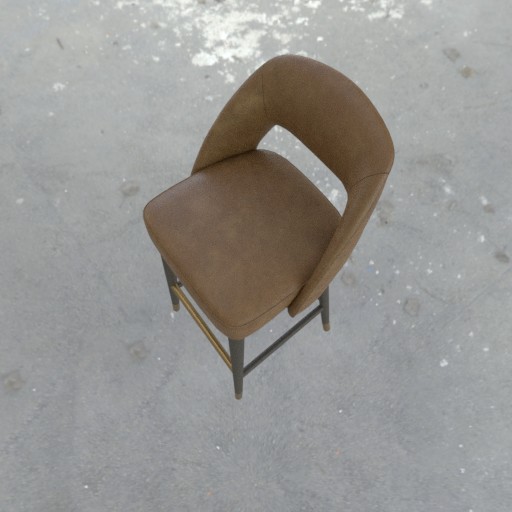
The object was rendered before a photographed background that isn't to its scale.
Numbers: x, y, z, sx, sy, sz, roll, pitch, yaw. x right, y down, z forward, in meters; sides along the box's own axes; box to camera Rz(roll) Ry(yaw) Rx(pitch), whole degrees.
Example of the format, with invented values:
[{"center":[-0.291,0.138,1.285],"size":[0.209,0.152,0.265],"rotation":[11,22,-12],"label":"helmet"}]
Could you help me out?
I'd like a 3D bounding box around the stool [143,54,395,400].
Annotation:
[{"center":[0.000,0.000,1.323],"size":[0.509,1.037,0.494],"rotation":[-34,68,-16],"label":"stool"}]
